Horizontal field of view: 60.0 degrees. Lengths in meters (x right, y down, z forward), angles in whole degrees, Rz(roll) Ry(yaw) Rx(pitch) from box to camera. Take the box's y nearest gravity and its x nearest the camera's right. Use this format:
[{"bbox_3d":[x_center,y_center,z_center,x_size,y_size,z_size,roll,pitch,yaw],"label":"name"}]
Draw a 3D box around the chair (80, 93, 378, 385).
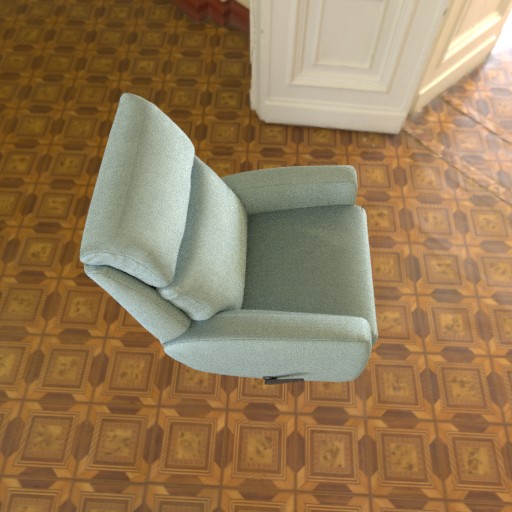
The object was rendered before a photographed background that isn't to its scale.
[{"bbox_3d":[0.000,0.000,1.669,0.940,1.013,0.812,2,61,1],"label":"chair"}]
